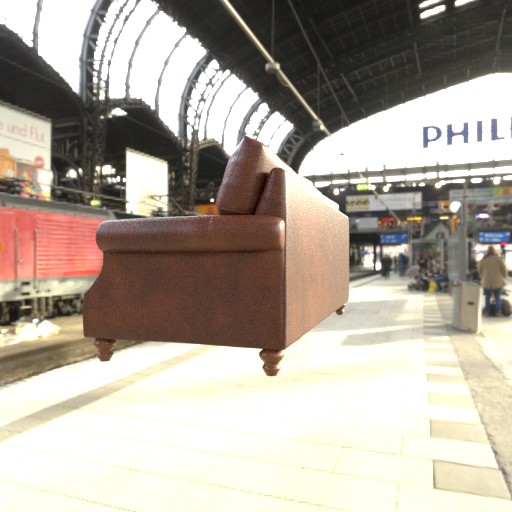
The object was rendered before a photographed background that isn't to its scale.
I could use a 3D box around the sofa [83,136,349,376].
[{"bbox_3d":[0.000,0.000,2.904,0.973,0.977,2.351,0,0,18],"label":"sofa"}]
